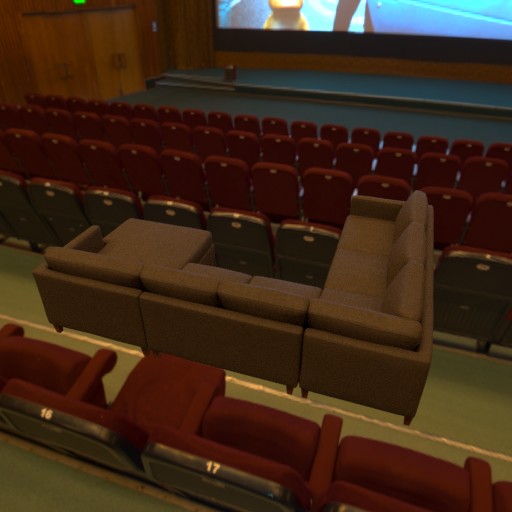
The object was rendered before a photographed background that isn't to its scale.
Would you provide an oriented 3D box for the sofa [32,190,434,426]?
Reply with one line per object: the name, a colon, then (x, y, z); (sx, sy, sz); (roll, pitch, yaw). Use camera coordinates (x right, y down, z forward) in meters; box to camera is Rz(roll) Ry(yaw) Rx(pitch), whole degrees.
sofa: (0.000, 0.000, 4.671); (3.460, 0.961, 2.594); (10, 35, 15)
